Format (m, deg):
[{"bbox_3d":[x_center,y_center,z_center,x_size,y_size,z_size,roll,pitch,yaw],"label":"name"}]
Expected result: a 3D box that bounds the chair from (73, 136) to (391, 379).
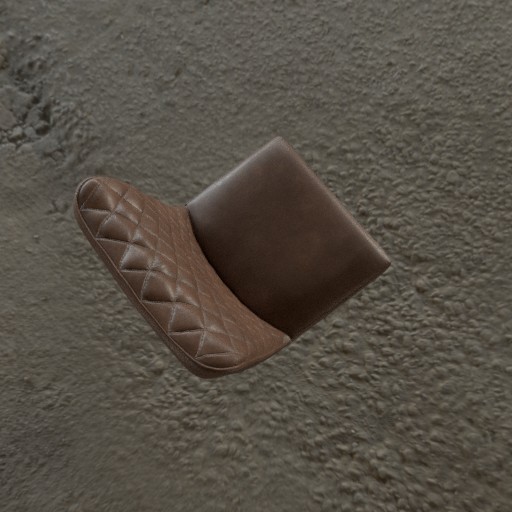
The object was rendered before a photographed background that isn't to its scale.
[{"bbox_3d":[0.000,0.000,1.233,0.587,0.889,0.508,-37,78,-9],"label":"chair"}]
